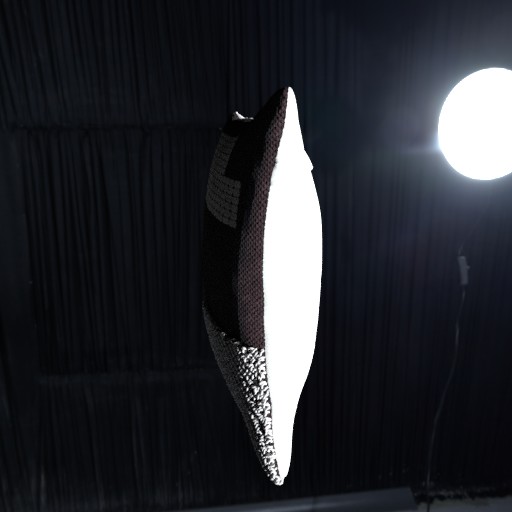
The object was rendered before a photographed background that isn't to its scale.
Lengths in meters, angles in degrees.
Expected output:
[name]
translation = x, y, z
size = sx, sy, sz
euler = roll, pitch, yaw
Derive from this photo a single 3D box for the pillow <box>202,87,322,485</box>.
[pillow]
translation = 0.000, 0.000, 0.715
size = 0.178, 0.473, 0.475
euler = -2, 15, -8
